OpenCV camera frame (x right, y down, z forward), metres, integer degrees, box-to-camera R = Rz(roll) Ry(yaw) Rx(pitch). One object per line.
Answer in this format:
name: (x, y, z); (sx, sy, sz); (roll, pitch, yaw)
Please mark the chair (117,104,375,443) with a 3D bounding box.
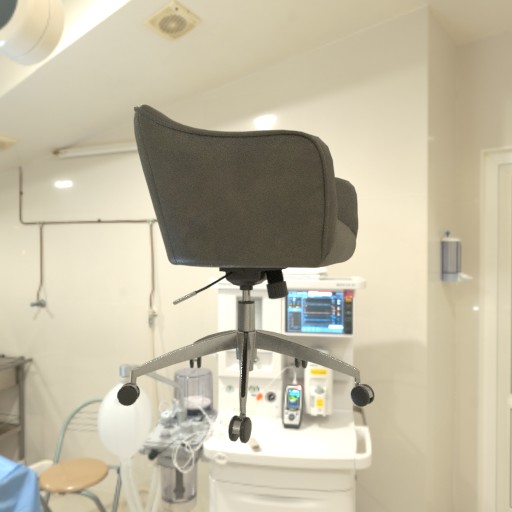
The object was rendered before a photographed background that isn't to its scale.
chair: (0.000, 0.000, 1.326); (0.689, 0.827, 0.713); (0, 1, 17)
